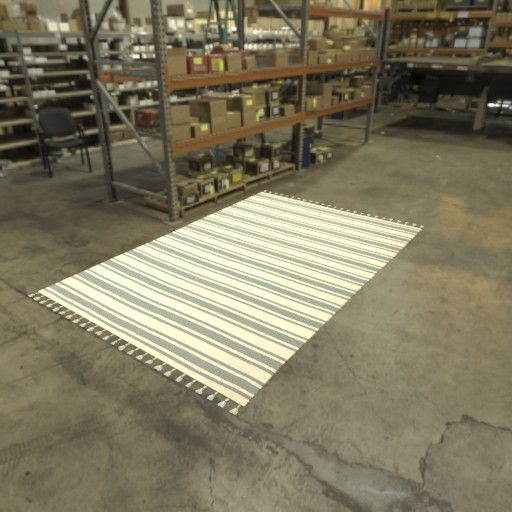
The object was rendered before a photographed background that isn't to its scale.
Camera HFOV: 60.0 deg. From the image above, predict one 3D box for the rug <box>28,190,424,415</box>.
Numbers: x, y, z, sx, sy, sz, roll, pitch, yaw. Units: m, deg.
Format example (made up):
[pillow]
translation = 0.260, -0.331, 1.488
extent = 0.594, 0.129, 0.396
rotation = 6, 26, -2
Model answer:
[rug]
translation = 0.000, 0.000, 3.035
extent = 1.539, 0.011, 2.410
rotation = 18, 32, 32
